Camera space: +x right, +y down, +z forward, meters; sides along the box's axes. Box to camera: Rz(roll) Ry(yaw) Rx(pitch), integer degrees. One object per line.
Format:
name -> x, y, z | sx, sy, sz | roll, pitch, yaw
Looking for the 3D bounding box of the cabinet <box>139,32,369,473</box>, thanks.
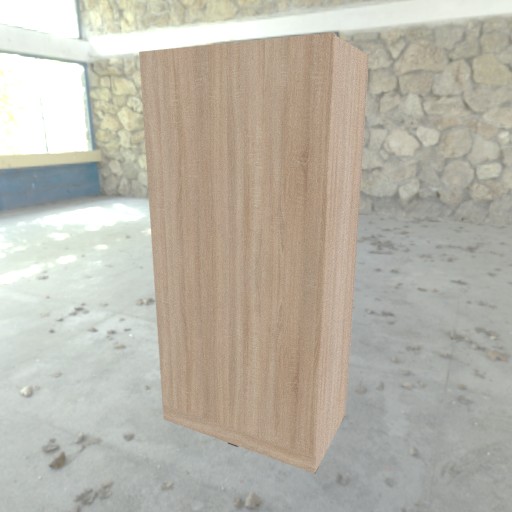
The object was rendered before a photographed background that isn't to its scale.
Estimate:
cabinet -> 0.000, 0.000, 2.517 | 1.001, 2.121, 0.590 | 8, 18, 26
